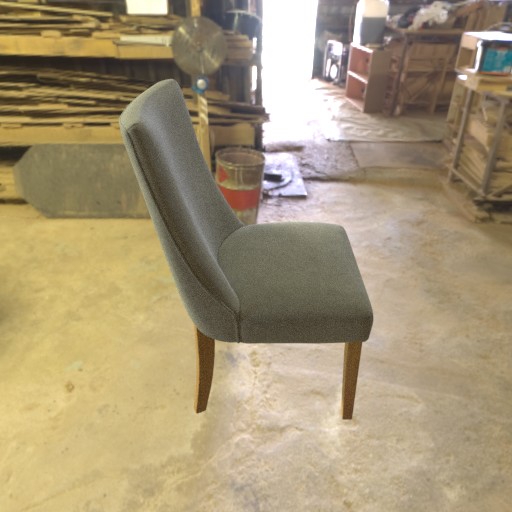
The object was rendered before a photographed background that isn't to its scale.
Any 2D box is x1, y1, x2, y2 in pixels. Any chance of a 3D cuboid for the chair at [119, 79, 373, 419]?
[{"bbox_3d":[0.000,0.000,1.298,0.610,0.902,0.495,0,32,0],"label":"chair"}]
